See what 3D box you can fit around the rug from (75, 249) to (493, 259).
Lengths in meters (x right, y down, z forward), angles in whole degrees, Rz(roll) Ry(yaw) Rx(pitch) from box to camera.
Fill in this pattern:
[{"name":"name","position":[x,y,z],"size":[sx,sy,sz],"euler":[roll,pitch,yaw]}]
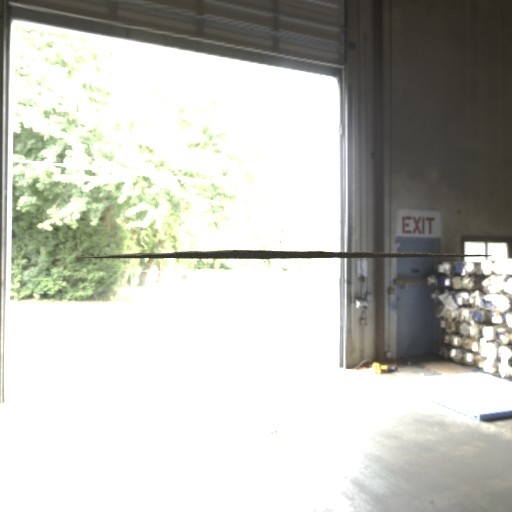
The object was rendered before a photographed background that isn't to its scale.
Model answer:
[{"name":"rug","position":[0.000,0.000,3.225],"size":[1.964,0.025,2.455],"euler":[1,-1,-35]}]
